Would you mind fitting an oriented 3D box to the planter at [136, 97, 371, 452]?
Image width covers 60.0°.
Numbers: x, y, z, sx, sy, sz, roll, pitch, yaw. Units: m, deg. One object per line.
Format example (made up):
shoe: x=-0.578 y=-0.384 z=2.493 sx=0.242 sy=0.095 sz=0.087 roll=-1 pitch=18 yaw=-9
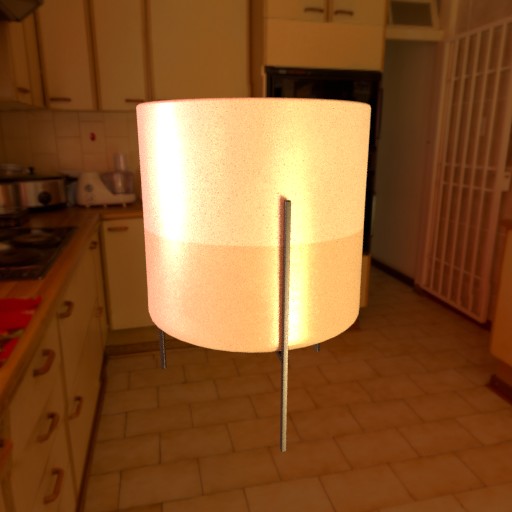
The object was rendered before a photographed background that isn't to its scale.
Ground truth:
planter: x=0.000 y=0.000 z=0.757 sx=0.368 sy=0.484 sz=0.359 roll=-14 pitch=20 yaw=-42
